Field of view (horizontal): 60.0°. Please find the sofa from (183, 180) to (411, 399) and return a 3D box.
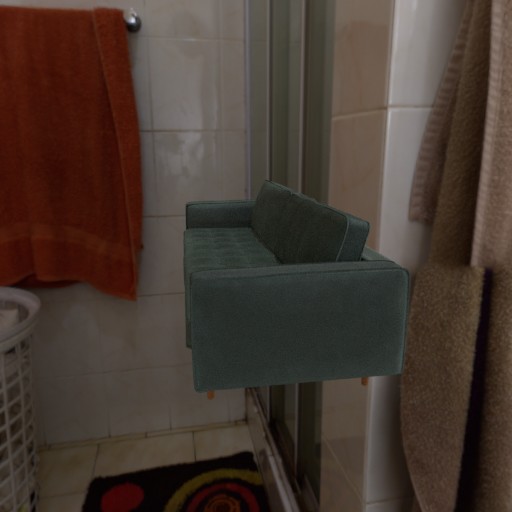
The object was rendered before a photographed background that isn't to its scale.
[{"bbox_3d":[0.000,0.000,2.729,0.886,0.781,2.214,-2,15,-9],"label":"sofa"}]
